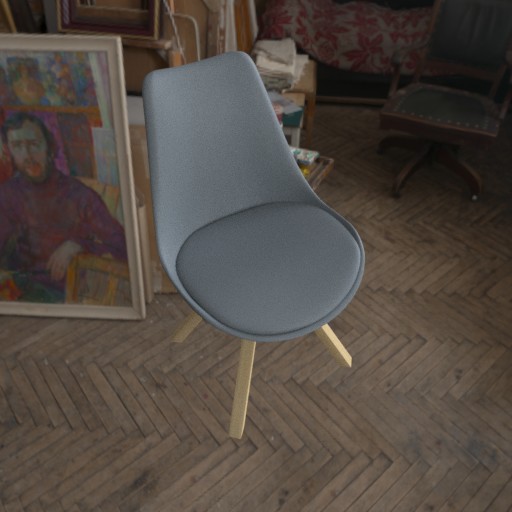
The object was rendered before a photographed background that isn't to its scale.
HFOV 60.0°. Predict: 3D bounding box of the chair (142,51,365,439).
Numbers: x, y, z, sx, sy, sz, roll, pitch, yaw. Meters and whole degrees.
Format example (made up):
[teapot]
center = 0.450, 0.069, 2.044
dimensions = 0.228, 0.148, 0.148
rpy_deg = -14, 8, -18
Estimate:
[chair]
center = 0.000, 0.000, 1.173
dimensions = 0.485, 0.850, 0.549
rpy_deg = -25, 51, -22
